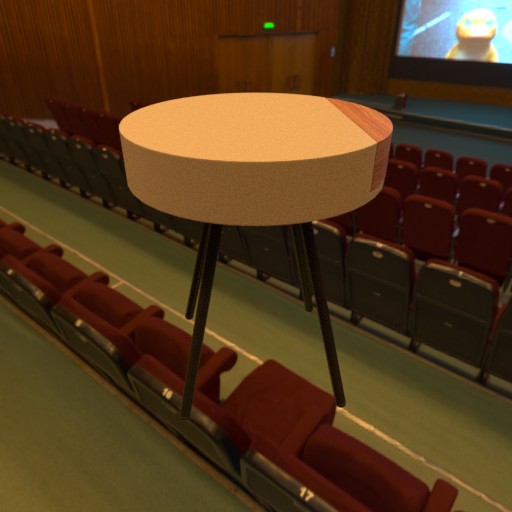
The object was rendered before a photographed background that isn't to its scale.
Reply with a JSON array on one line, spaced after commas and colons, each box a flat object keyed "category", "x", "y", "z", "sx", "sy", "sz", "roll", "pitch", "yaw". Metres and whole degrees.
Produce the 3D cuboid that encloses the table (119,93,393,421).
[{"category": "table", "x": 0.000, "y": 0.000, "z": 0.859, "sx": 0.450, "sy": 0.525, "sz": 0.450, "roll": 0, "pitch": 31, "yaw": 0}]
